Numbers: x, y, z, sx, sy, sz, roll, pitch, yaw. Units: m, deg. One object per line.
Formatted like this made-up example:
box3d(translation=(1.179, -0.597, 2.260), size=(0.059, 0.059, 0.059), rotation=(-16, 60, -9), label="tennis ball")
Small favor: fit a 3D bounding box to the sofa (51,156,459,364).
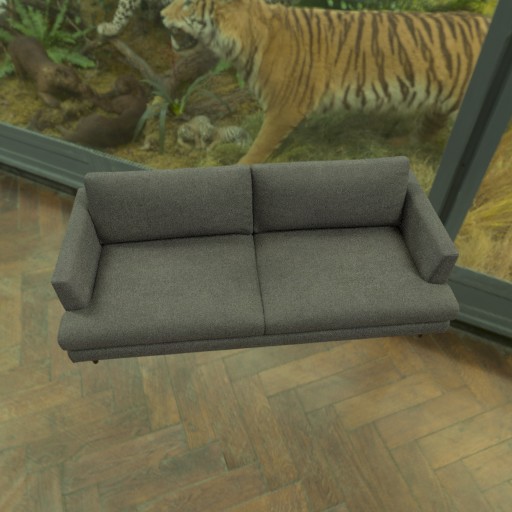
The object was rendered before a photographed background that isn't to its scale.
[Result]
box3d(translation=(0.000, 0.000, 2.768), size=(2.250, 0.868, 1.020), rotation=(-4, 47, -4), label="sofa")
